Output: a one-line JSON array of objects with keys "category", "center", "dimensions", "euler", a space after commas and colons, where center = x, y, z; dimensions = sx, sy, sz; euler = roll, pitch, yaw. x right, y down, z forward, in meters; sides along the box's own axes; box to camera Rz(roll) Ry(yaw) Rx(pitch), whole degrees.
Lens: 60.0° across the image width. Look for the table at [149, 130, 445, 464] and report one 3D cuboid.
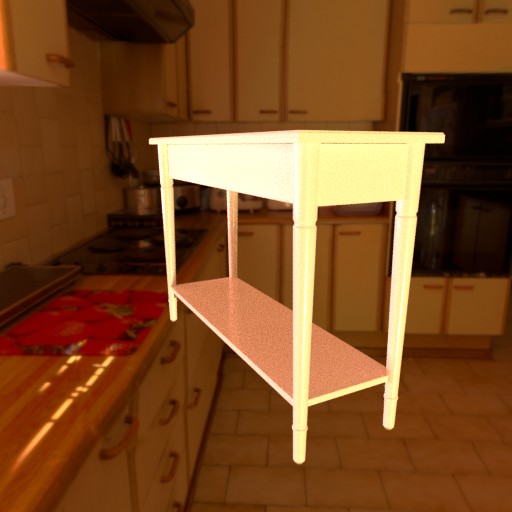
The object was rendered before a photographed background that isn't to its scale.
[{"category": "table", "center": [0.000, 0.000, 1.436], "dimensions": [0.381, 0.749, 1.067], "euler": [-7, 16, -27]}]
